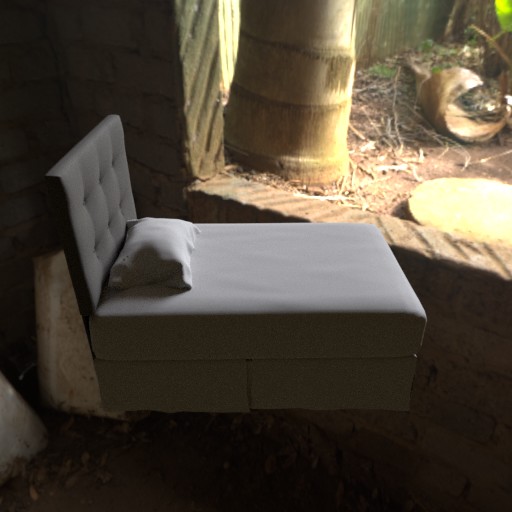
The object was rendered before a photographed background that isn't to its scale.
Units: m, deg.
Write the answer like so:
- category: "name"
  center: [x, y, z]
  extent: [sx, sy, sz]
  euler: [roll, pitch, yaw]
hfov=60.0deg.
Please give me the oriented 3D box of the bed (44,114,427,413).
- category: "bed"
  center: [0.000, 0.000, 2.916]
  extent: [1.997, 1.571, 1.261]
  euler: [-1, 31, -1]
